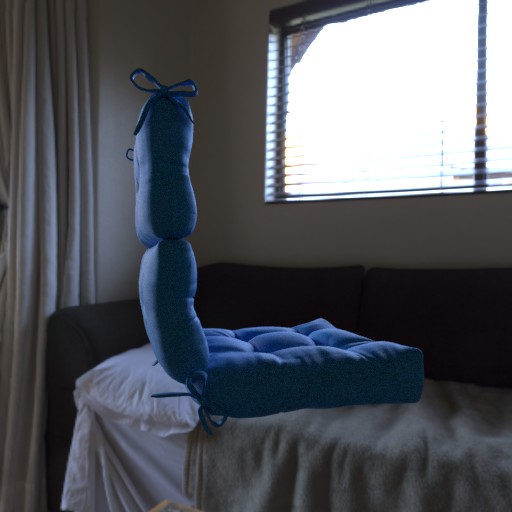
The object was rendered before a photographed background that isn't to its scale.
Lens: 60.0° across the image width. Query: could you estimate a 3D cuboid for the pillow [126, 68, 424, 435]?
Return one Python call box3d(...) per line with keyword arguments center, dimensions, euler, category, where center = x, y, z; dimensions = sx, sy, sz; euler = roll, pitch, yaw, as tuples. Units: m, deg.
box3d(center=(0.000, 0.000, 1.012), dimensions=(0.571, 0.605, 0.519), euler=(0, -1, -16), category="pillow")
